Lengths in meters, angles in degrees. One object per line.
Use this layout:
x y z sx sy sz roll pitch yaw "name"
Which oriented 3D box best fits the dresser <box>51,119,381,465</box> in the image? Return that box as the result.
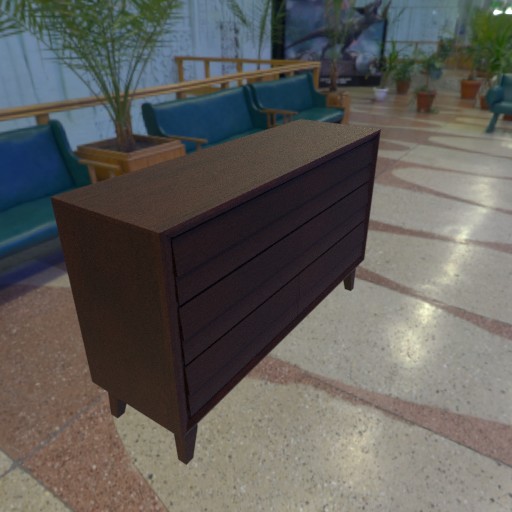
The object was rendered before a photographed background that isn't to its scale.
0.000 0.000 2.106 0.499 0.971 1.609 18 32 30 "dresser"
